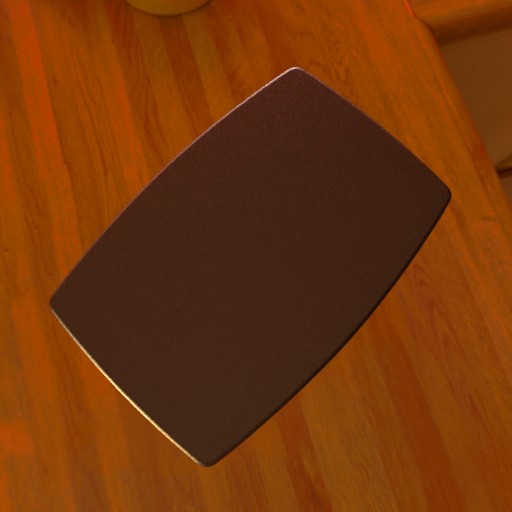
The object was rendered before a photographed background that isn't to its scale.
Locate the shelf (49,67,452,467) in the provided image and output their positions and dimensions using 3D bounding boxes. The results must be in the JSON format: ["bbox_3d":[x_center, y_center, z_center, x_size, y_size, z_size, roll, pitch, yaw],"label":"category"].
[{"bbox_3d":[0.000,0.000,0.524,0.280,0.100,0.410,43,81,9],"label":"shelf"}]
